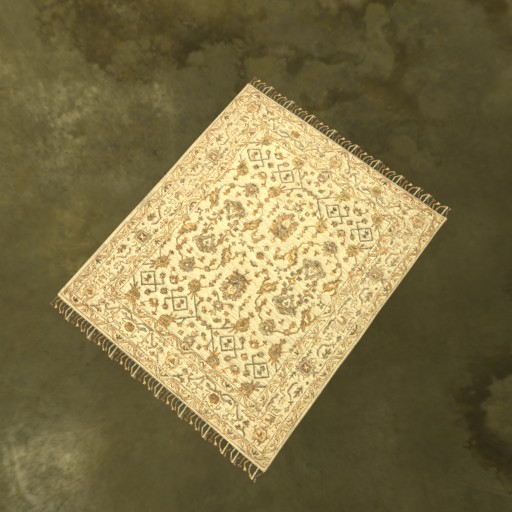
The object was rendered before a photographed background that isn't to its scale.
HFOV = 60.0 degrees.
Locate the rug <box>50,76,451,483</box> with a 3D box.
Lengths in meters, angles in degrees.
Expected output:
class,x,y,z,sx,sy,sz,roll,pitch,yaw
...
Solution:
class,x,y,z,sx,sy,sz,roll,pitch,yaw
rug,0.000,0.000,4.143,2.426,0.034,3.061,37,79,9
